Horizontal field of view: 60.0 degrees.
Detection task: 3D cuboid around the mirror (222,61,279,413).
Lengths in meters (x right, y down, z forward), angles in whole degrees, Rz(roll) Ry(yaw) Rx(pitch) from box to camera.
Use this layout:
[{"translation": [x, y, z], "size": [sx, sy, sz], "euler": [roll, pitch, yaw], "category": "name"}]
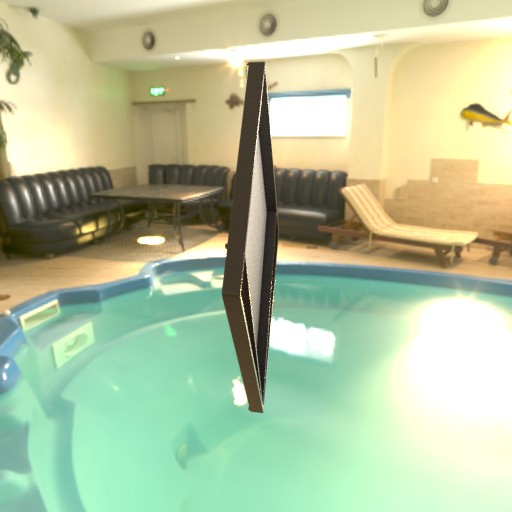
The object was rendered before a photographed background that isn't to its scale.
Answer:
[{"translation": [0.000, 0.000, 0.838], "size": [0.032, 0.679, 0.419], "euler": [3, 16, 10], "category": "mirror"}]
